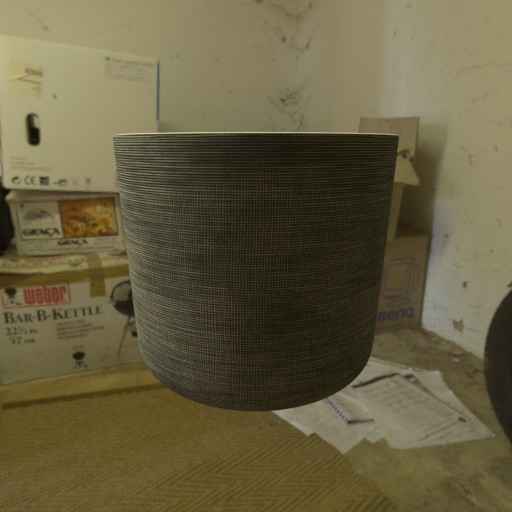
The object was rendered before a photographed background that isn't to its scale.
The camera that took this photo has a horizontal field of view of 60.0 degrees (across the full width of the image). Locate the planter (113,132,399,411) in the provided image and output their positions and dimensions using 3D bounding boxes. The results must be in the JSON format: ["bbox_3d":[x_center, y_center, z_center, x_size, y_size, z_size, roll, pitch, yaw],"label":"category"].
[{"bbox_3d":[0.000,0.000,0.762,0.440,0.398,0.440,0,14,0],"label":"planter"}]
